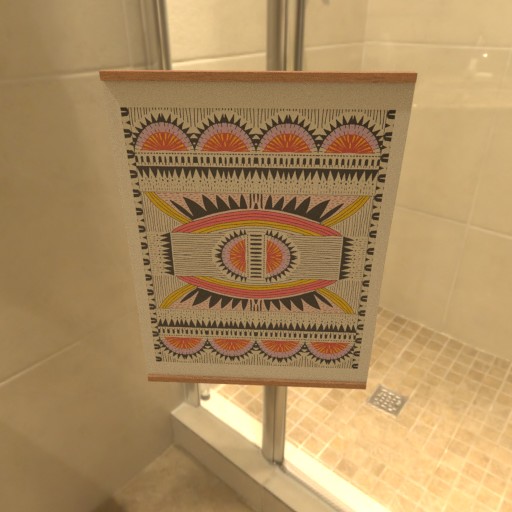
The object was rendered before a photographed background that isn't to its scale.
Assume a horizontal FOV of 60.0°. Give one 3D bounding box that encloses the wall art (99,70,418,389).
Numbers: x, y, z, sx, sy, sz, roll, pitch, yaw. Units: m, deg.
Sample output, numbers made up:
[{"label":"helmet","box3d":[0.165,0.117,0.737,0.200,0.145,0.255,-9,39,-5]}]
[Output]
[{"label":"wall art","box3d":[0.000,0.000,1.313,0.765,1.016,0.028,1,29,3]}]
